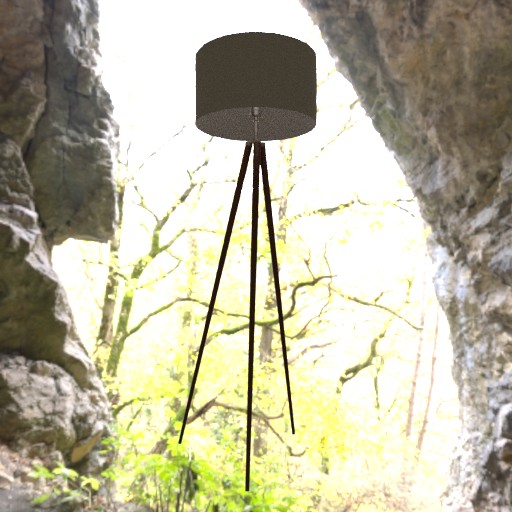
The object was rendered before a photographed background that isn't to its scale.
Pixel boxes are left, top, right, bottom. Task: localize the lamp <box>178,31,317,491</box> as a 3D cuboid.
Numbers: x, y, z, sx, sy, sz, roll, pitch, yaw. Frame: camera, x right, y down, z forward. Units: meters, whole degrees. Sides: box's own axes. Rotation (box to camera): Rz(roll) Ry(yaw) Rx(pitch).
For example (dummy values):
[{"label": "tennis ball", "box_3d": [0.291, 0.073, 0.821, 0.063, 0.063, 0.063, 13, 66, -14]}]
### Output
[{"label": "lamp", "box_3d": [0.000, 0.000, 1.775, 0.483, 1.553, 0.483, 0, 1, -38]}]
